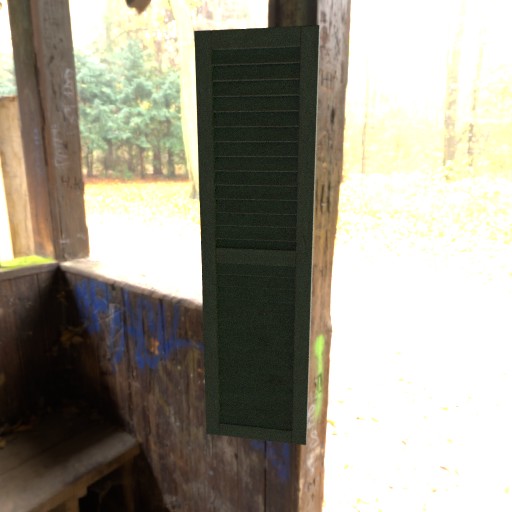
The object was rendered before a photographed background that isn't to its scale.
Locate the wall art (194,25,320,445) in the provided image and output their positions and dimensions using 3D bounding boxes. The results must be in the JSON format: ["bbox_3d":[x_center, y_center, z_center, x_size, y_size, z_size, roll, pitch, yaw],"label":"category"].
[{"bbox_3d":[0.000,0.000,1.302,0.329,1.219,0.025,2,14,10],"label":"wall art"}]
